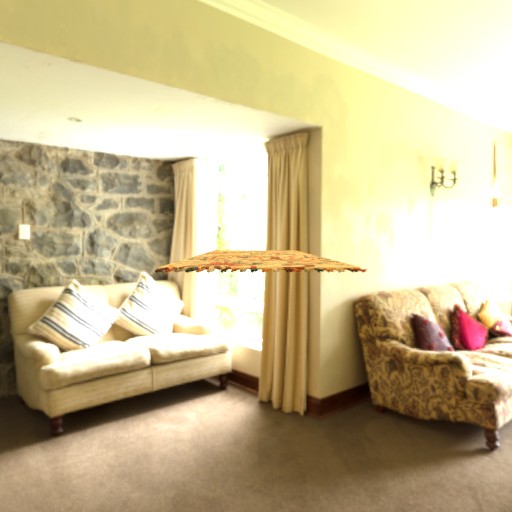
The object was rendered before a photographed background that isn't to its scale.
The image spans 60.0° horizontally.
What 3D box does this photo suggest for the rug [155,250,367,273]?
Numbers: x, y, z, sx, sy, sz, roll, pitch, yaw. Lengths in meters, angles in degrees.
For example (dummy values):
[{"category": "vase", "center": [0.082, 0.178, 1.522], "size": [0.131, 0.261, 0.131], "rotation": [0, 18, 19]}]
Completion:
[{"category": "rug", "center": [0.000, 0.000, 2.876], "size": [0.763, 0.015, 2.682], "rotation": [0, 2, -1]}]
